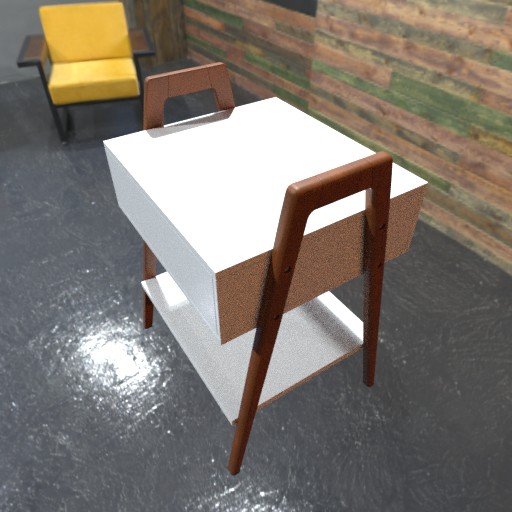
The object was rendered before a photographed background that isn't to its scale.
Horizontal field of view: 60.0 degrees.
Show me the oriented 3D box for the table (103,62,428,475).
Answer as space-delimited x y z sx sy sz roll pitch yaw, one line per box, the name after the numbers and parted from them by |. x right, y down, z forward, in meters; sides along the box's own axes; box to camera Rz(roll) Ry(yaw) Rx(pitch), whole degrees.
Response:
0.000 0.000 0.887 0.405 0.610 0.457 -23 46 -24 | table
